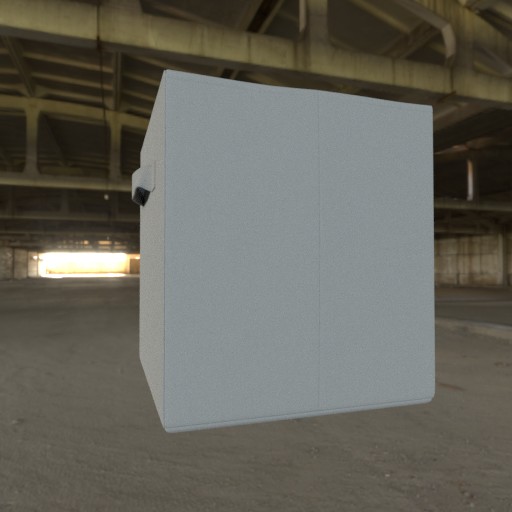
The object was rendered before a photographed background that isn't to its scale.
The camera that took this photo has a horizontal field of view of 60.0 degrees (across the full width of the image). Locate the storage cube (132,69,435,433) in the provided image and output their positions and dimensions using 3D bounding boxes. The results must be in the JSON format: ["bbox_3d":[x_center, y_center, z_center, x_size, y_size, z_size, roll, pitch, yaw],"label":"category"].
[{"bbox_3d":[0.000,0.000,0.499,0.270,0.280,0.270,0,-1,-18],"label":"storage cube"}]
